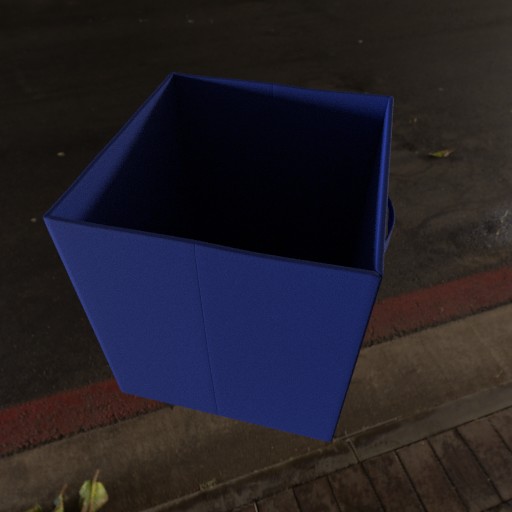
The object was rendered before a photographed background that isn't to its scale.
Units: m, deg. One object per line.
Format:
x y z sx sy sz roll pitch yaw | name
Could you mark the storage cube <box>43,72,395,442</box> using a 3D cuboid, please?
0.000 0.000 0.499 0.270 0.280 0.270 10 47 10 | storage cube
